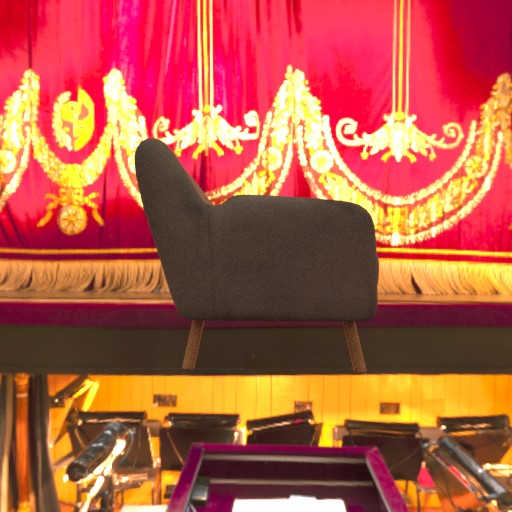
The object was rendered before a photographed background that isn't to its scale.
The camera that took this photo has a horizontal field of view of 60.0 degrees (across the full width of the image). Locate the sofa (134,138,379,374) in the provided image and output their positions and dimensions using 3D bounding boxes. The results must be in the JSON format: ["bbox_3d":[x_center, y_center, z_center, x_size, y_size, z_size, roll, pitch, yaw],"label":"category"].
[{"bbox_3d":[0.000,0.000,2.317,0.850,0.810,1.870,0,0,0],"label":"sofa"}]
